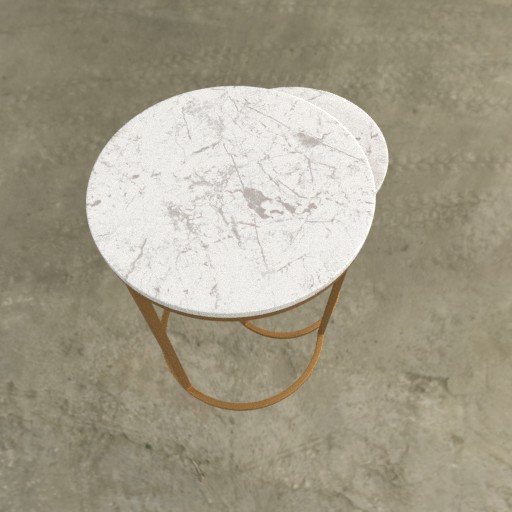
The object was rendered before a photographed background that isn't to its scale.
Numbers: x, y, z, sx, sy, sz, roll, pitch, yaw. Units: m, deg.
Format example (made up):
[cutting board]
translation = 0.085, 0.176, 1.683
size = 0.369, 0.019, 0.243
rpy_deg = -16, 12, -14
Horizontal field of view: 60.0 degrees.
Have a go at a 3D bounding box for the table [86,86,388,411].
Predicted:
[table]
translation = 0.000, 0.000, 0.878
size = 0.400, 0.550, 0.507
rpy_deg = 36, 66, 19
